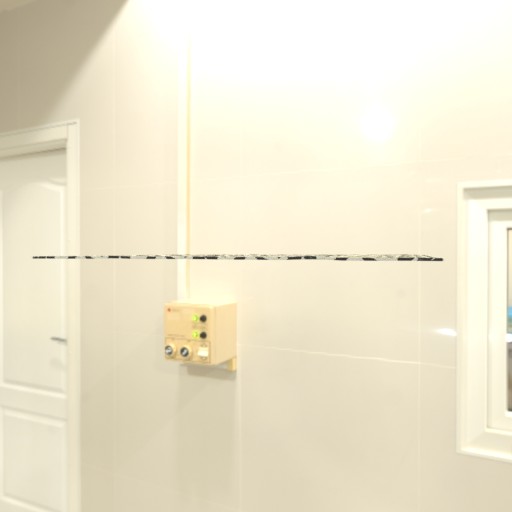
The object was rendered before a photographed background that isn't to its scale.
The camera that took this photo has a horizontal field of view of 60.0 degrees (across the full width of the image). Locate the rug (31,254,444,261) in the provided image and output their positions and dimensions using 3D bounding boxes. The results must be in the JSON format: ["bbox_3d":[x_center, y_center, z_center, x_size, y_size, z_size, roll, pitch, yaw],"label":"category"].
[{"bbox_3d":[0.000,0.000,4.482,3.369,0.036,2.444,0,1,19],"label":"rug"}]
